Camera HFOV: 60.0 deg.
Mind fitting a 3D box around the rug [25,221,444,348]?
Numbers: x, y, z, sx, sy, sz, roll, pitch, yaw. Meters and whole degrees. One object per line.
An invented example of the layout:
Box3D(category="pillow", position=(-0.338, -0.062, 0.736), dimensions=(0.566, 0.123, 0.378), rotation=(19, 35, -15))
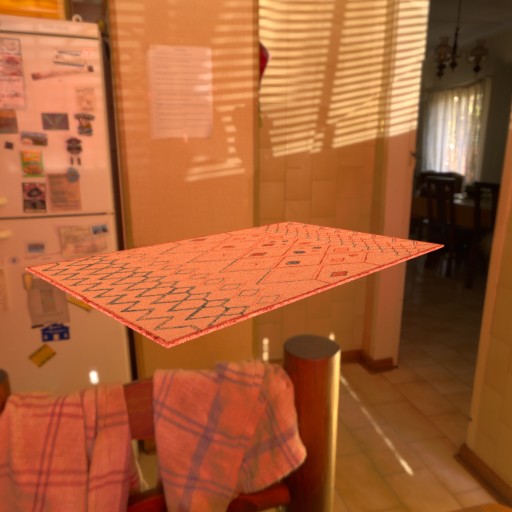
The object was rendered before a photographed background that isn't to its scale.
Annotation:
Box3D(category="rug", position=(0.000, 0.000, 2.999), dimensions=(2.438, 0.015, 1.524), rotation=(-13, 19, -43))
